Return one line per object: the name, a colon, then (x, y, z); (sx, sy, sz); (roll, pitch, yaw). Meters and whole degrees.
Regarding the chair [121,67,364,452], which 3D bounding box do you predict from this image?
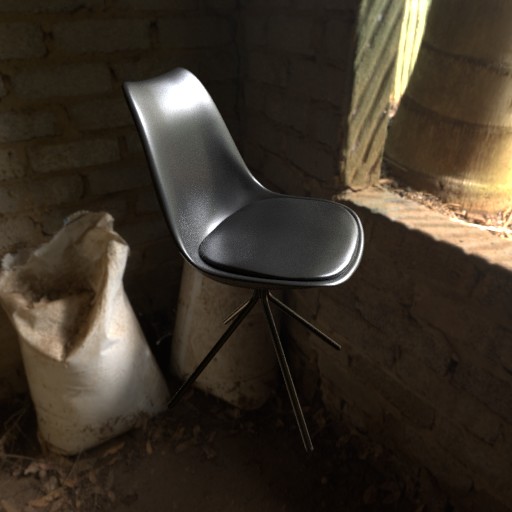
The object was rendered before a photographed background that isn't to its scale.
chair: (0.000, 0.000, 1.138); (0.525, 0.850, 0.461); (10, 32, 17)
